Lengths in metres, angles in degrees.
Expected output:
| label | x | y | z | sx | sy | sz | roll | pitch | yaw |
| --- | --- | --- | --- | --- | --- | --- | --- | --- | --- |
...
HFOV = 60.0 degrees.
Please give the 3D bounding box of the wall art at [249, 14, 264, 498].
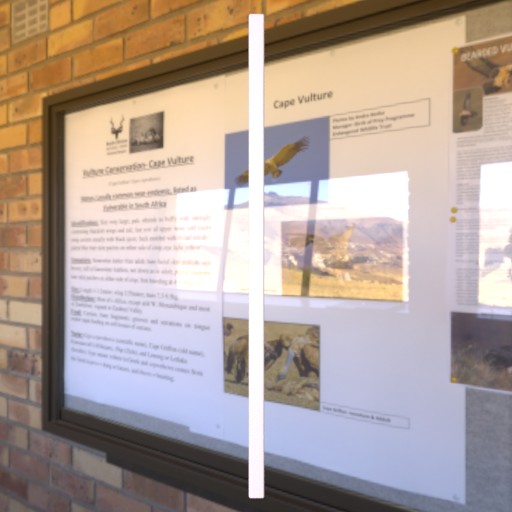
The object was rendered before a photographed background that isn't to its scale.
| label | x | y | z | sx | sy | sz | roll | pitch | yaw |
| --- | --- | --- | --- | --- | --- | --- | --- | --- | --- |
| wall art | 0.000 | 0.000 | 1.484 | 0.038 | 1.183 | 0.808 | 0 | 0 | 0 |
